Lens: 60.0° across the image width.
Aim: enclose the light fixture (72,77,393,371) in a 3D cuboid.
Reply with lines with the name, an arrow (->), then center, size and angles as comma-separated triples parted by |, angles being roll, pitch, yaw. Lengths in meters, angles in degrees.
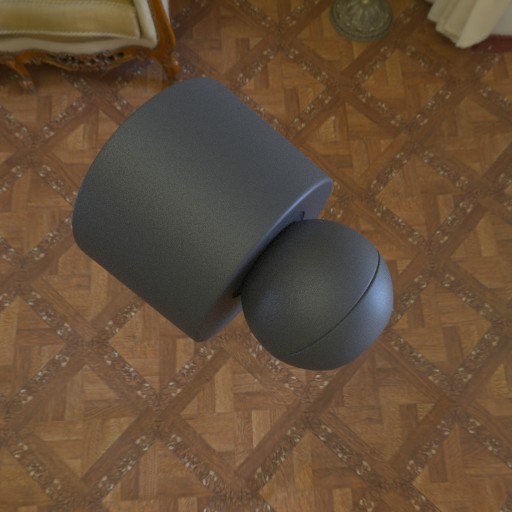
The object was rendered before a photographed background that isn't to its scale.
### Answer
light fixture -> 0.000, 0.000, 0.270 | 0.160, 0.143, 0.134 | 40, 78, 10
